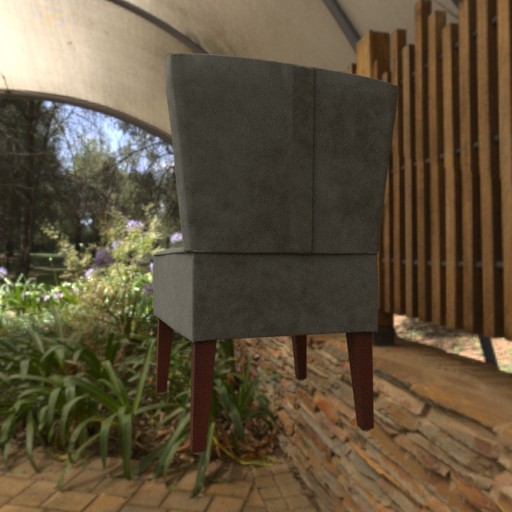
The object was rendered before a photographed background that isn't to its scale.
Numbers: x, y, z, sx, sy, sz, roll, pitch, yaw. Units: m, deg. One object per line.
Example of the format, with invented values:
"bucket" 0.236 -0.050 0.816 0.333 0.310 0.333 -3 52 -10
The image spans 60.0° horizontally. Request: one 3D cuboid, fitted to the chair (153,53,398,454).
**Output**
"chair" 0.000 0.000 1.172 0.521 0.806 0.554 0 -1 -18
